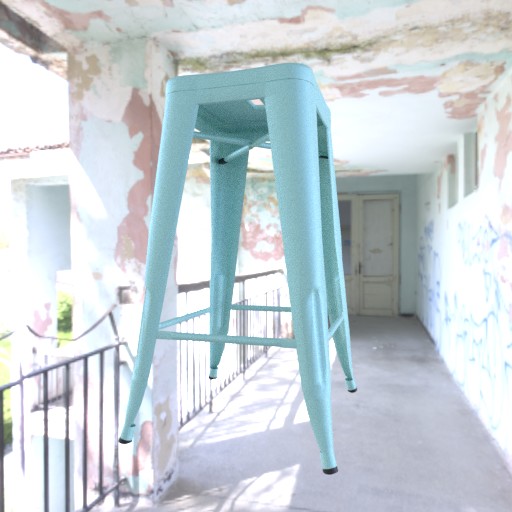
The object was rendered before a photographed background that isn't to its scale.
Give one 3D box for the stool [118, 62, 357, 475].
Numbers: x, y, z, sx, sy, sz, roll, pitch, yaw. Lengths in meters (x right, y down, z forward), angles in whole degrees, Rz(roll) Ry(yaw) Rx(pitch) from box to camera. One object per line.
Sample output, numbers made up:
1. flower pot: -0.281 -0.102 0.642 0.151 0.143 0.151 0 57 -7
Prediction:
1. stool: 0.000 0.000 0.853 0.359 0.609 0.399 0 1 17
